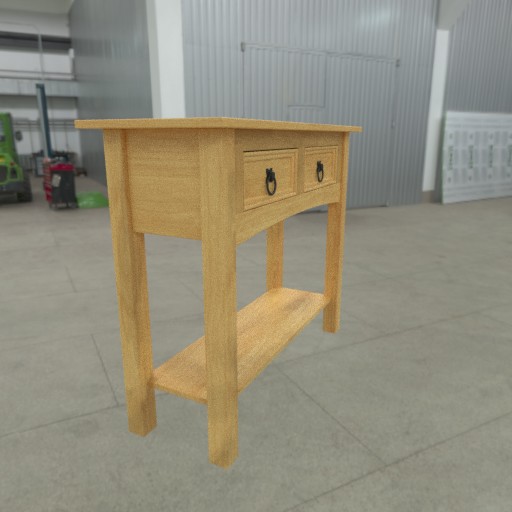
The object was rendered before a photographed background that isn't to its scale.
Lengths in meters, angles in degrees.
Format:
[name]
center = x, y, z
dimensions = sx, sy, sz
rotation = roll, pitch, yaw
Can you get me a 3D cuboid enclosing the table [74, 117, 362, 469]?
[table]
center = 0.000, 0.000, 1.276
dimensions = 0.340, 0.728, 0.900
rotation = 8, 17, 26
